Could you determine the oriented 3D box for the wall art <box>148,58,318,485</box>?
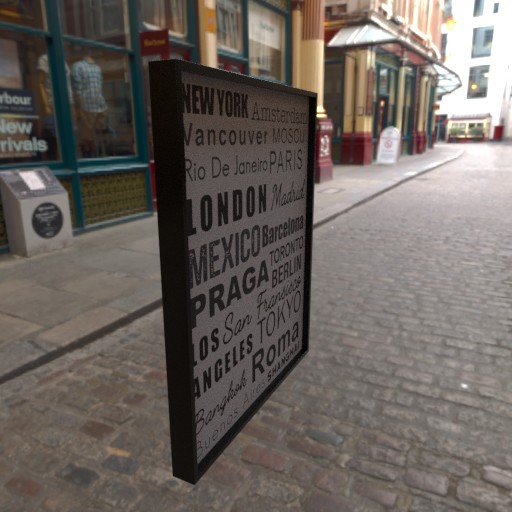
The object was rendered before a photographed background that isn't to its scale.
[{"bbox_3d":[0.000,0.000,0.746,0.038,0.551,0.448,8,17,26],"label":"wall art"}]
